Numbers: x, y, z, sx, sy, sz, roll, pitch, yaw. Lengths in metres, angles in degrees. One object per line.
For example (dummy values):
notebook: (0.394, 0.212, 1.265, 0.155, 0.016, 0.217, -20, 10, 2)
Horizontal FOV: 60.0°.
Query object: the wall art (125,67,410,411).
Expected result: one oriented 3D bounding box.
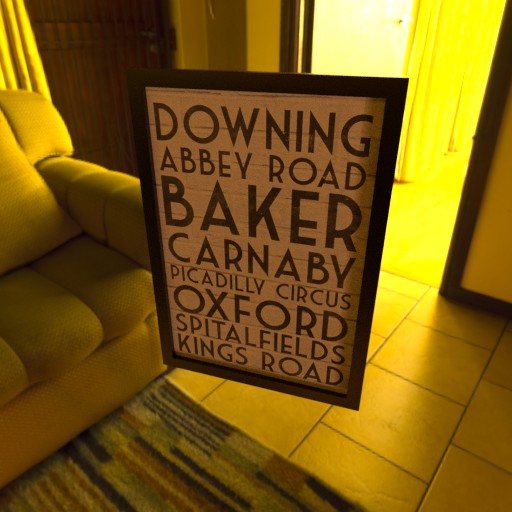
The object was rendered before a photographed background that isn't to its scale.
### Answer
wall art: (0.000, 0.000, 0.560, 0.304, 0.432, 0.013, 9, 29, 16)
